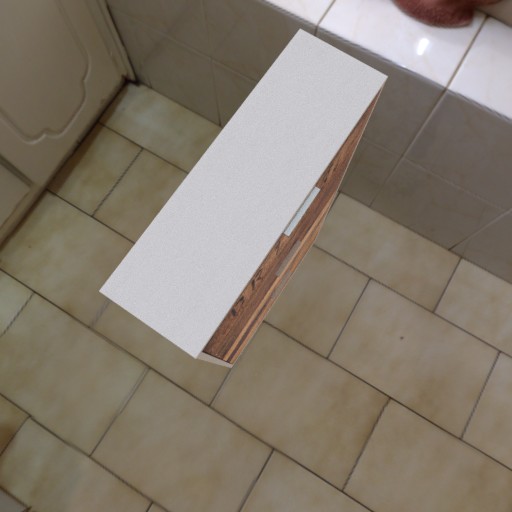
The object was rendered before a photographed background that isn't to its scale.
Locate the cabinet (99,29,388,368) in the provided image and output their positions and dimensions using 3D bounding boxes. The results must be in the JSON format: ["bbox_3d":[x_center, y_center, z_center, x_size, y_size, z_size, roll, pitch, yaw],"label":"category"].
[{"bbox_3d":[0.000,0.000,1.560,0.250,1.280,0.750,33,77,8],"label":"cabinet"}]
